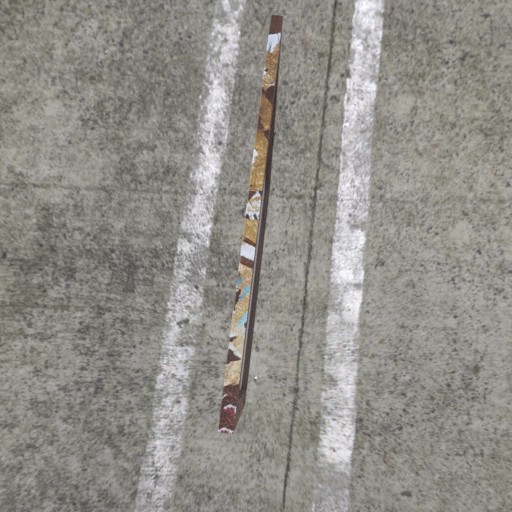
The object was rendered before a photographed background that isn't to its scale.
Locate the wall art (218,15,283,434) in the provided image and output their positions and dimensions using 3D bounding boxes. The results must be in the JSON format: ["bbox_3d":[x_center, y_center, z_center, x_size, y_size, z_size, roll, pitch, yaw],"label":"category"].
[{"bbox_3d":[0.000,0.000,1.121,0.028,0.762,0.757,6,75,2],"label":"wall art"}]
